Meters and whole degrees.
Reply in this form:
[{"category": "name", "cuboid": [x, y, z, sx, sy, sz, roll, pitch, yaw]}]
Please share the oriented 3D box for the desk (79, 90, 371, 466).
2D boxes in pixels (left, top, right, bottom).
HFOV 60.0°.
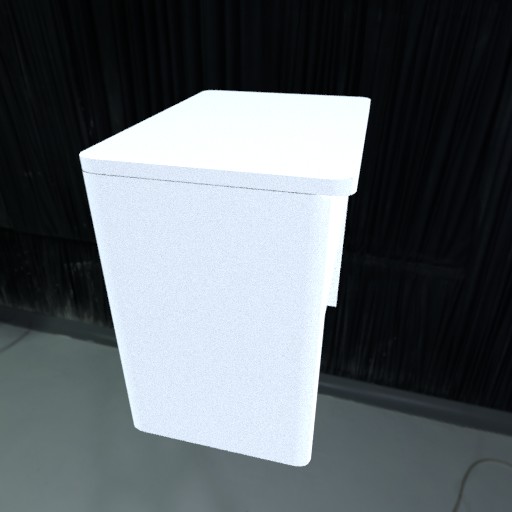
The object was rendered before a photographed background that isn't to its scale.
[{"category": "desk", "cuboid": [0.000, 0.000, 1.328, 0.549, 0.800, 0.762, 7, 31, 12]}]
